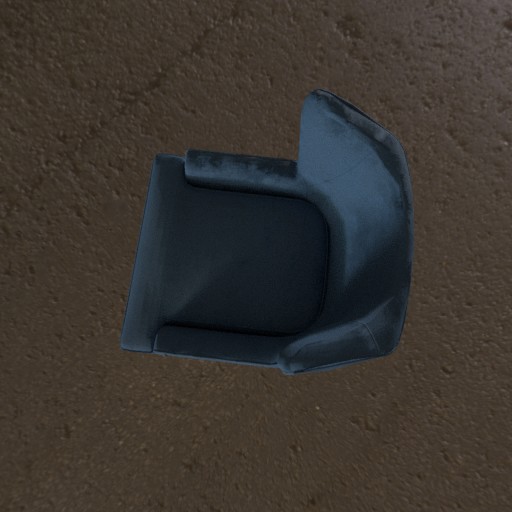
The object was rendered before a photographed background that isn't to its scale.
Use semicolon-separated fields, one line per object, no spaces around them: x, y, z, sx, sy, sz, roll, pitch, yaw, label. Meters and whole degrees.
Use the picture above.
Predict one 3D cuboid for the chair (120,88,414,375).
0.000;0.000;1.619;0.910;0.952;0.793;6;76;2;chair
